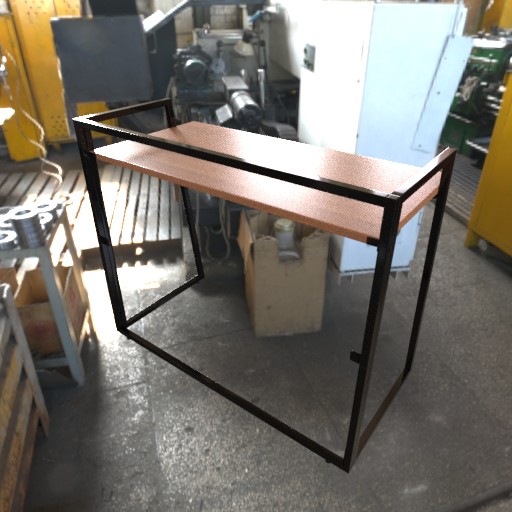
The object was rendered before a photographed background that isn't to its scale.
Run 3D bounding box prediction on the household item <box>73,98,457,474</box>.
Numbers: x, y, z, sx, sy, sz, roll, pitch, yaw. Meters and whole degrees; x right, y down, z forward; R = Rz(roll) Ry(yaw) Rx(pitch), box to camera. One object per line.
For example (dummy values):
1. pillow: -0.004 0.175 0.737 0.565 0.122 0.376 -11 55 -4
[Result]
1. household item: 0.000 0.000 1.502 1.050 0.860 0.510 21 37 31
